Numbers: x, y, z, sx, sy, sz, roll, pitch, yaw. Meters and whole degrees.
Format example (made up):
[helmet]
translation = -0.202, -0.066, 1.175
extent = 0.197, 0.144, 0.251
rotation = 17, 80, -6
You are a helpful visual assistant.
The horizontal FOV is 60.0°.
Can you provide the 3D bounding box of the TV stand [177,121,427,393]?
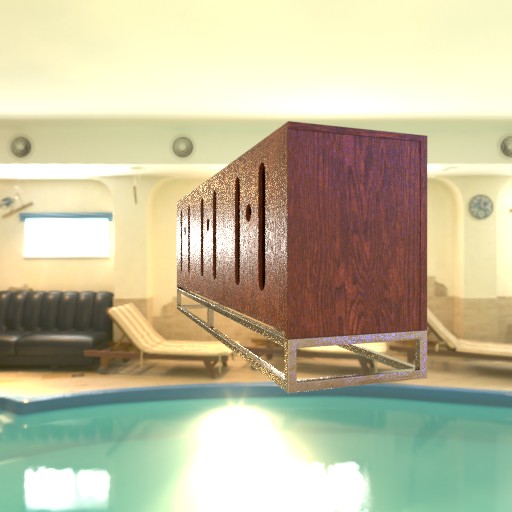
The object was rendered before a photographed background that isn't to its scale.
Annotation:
[TV stand]
translation = 0.000, 0.000, 1.731
extent = 0.382, 0.578, 1.541
rotation = 0, 0, -19
